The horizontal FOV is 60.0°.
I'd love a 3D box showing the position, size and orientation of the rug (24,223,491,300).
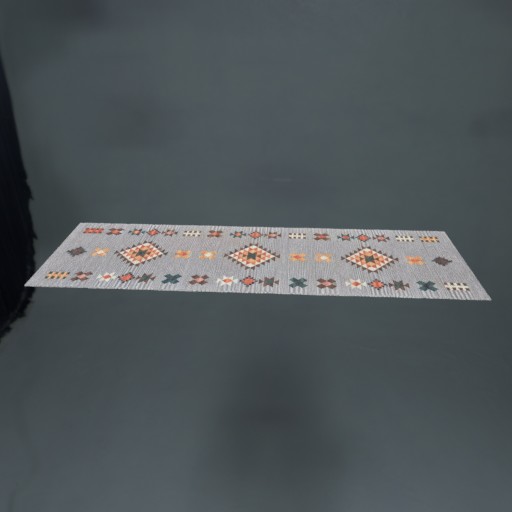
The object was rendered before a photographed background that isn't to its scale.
[{"bbox_3d":[0.000,0.000,2.633,2.432,0.008,0.766,2,30,3],"label":"rug"}]
